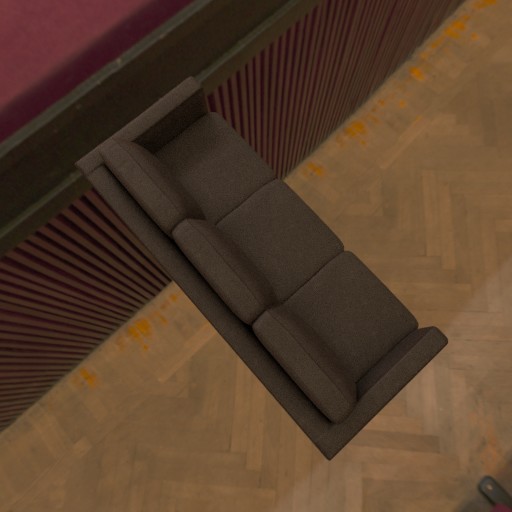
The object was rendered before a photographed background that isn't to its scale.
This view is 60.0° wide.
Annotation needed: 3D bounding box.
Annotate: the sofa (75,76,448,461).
[{"bbox_3d":[0.000,0.000,2.543,0.879,0.899,2.029,-41,80,-9],"label":"sofa"}]
